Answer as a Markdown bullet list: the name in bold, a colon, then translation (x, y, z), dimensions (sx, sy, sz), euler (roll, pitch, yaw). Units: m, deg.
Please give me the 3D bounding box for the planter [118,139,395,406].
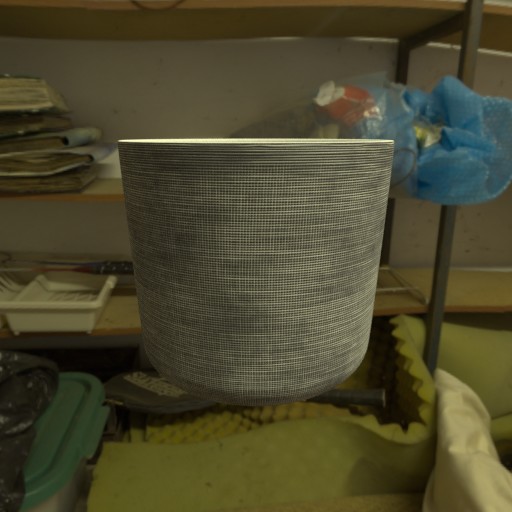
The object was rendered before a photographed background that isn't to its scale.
- **planter**: translation (0.000, 0.000, 0.787), dimensions (0.440, 0.398, 0.440), euler (0, 15, 0)
